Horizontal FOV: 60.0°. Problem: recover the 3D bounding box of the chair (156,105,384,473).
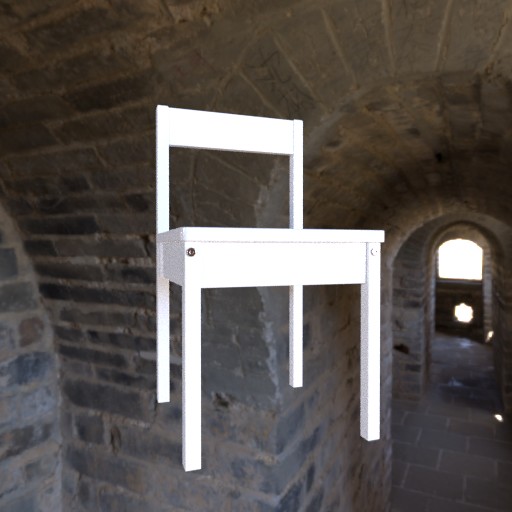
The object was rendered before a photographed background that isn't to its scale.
[{"bbox_3d":[0.000,0.000,0.901,0.367,0.668,0.361,0,1,-19],"label":"chair"}]
